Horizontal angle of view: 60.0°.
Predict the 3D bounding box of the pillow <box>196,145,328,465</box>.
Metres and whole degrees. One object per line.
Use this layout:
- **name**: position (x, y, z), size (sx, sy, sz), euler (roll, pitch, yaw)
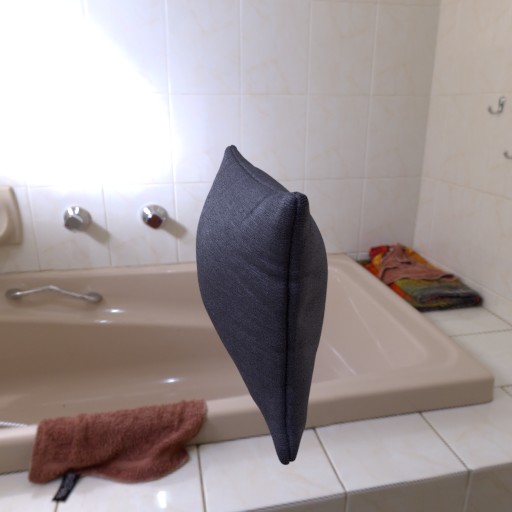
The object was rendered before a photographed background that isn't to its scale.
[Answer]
- **pillow**: position (0.000, 0.000, 0.789), size (0.210, 0.338, 0.633), euler (-3, 19, -9)
